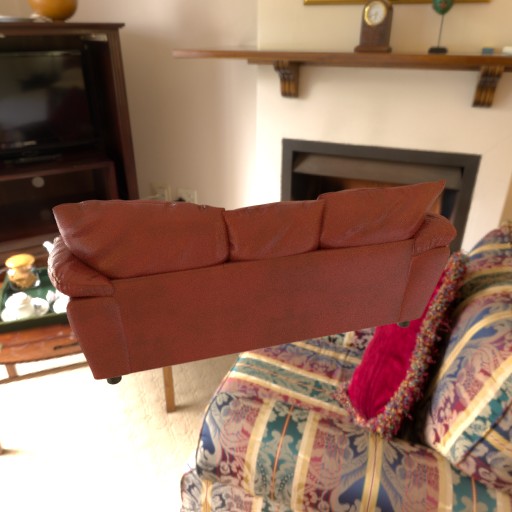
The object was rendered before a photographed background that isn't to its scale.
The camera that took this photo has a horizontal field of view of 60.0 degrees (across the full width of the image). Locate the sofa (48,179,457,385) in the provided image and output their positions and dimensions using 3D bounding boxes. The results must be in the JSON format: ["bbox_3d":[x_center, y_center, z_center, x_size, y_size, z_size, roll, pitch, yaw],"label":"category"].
[{"bbox_3d":[0.000,0.000,2.817,2.390,1.091,0.907,-8,27,-15],"label":"sofa"}]
